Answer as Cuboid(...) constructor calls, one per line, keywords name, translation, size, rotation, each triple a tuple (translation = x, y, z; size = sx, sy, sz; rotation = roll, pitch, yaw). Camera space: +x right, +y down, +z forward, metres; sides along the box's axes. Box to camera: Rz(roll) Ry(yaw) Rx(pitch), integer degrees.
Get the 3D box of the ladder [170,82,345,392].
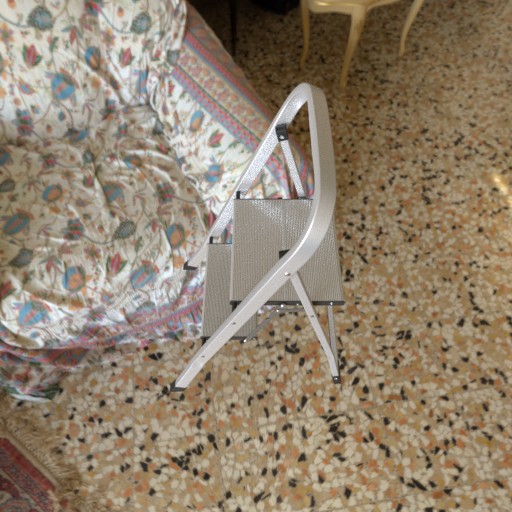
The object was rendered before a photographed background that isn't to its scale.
Cuboid(name="ladder", translation=(0.000, 0.000, 1.144), size=(0.530, 0.830, 0.465), rotation=(0, 57, 0))
